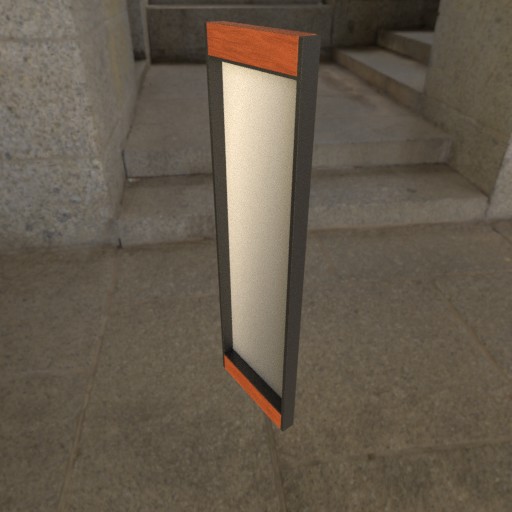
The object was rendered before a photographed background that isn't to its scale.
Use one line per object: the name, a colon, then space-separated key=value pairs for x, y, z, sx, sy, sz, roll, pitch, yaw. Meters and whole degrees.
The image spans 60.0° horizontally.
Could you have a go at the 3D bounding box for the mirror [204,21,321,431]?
mirror: x=0.000 y=0.000 z=1.220 sx=0.047 sy=1.123 sz=0.343 roll=-22 pitch=39 yaw=-30
